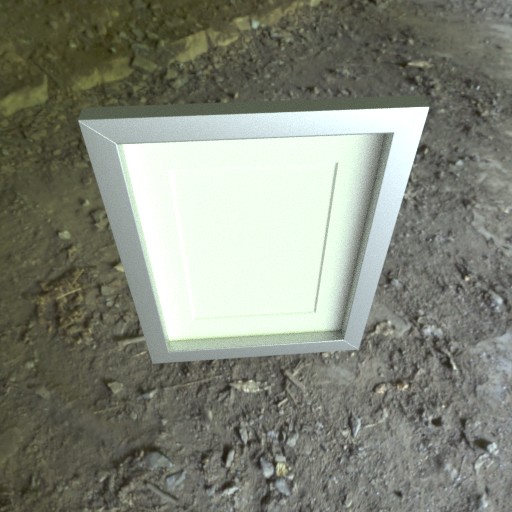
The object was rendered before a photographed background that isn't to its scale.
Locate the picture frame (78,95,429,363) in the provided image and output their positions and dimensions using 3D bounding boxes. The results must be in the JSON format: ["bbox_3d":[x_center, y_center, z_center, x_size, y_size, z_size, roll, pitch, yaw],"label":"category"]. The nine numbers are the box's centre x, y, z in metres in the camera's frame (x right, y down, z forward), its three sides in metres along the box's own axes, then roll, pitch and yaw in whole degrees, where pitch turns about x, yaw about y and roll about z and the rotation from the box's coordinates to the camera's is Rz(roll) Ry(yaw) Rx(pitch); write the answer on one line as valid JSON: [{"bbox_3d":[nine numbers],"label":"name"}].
[{"bbox_3d":[0.000,0.000,0.534,0.307,0.386,0.036,-3,45,-3],"label":"picture frame"}]
